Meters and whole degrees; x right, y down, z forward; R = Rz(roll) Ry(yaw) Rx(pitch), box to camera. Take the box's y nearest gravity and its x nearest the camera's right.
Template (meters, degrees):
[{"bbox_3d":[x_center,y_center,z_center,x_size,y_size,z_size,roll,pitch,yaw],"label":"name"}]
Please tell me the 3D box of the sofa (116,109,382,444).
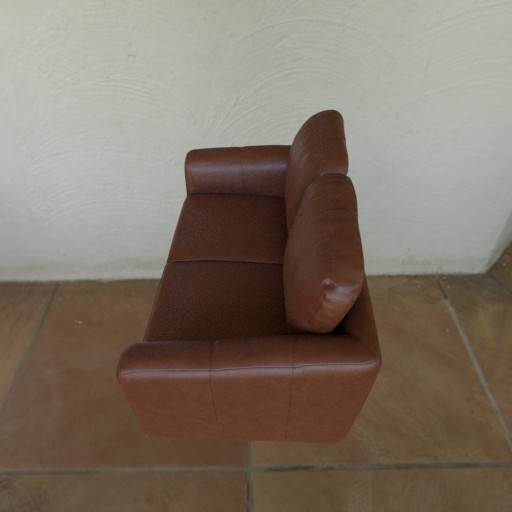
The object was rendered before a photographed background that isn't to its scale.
[{"bbox_3d":[0.000,0.000,1.902,0.805,0.906,1.406,2,41,2],"label":"sofa"}]
